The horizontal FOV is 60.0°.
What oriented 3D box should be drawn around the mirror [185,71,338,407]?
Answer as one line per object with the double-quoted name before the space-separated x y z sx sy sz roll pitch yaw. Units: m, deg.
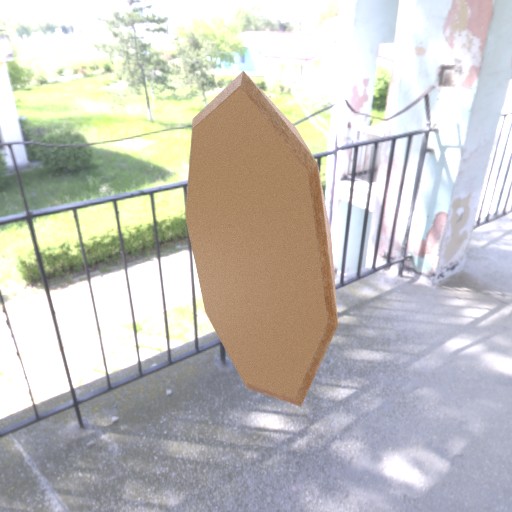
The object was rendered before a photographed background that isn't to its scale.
"mirror" 0.000 0.000 0.994 0.070 0.774 0.577 -19 34 -30
